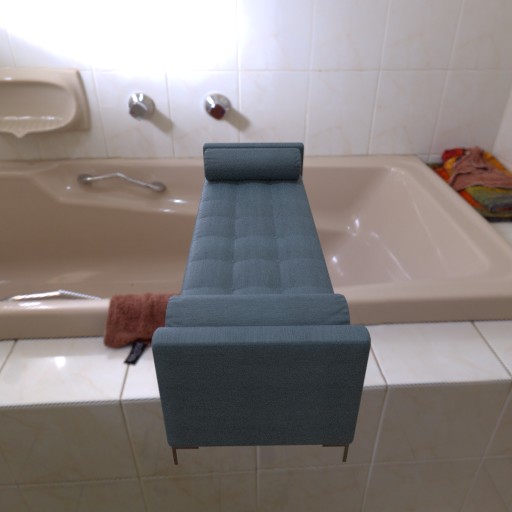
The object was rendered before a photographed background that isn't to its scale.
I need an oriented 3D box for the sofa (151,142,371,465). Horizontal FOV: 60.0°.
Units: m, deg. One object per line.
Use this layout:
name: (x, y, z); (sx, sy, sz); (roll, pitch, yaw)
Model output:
sofa: (0.000, 0.000, 2.349); (0.686, 0.635, 1.981); (-1, 32, -1)
